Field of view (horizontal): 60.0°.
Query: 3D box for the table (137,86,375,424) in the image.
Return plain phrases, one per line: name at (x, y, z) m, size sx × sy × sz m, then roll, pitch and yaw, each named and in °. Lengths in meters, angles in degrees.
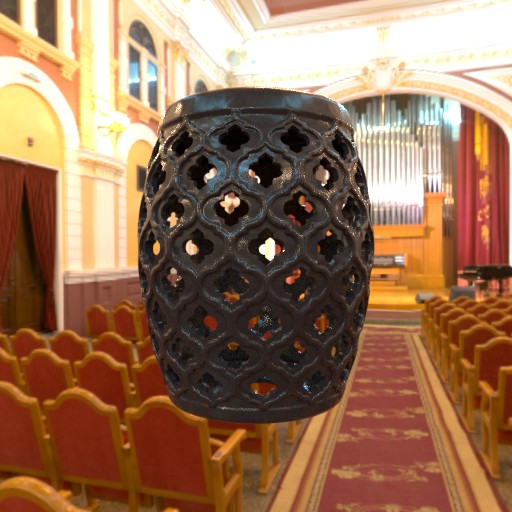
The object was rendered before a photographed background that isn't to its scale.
table at (0.000, 0.000, 0.629) m, size 0.325 × 0.388 × 0.325 m, roll 0°, pitch 0°, yaw 0°
